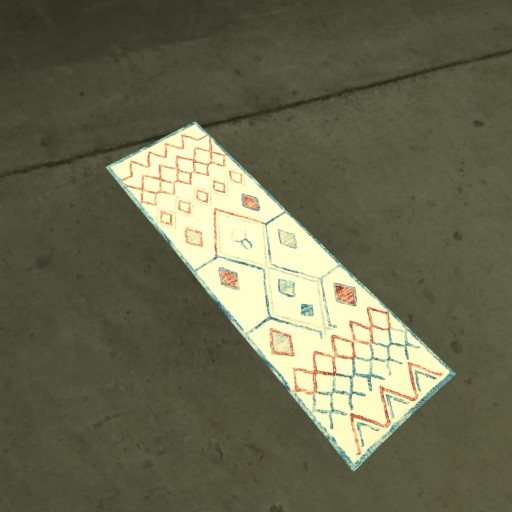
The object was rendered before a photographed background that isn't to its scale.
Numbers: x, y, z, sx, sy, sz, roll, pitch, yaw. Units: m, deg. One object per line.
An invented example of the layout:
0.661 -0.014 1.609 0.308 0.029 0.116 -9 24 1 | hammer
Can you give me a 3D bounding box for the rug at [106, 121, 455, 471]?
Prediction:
0.000 0.000 2.702 0.750 0.011 2.435 -34 64 -19 | rug
